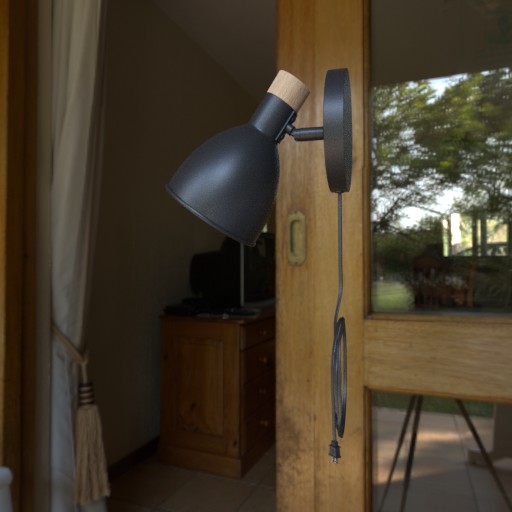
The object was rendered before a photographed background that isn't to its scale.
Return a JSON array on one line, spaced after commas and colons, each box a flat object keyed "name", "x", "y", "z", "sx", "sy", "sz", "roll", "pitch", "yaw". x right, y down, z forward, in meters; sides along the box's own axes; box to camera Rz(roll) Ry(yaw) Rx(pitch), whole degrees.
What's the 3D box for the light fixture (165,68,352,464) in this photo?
[{"name": "light fixture", "x": 0.000, "y": 0.000, "z": 0.491, "sx": 0.203, "sy": 0.401, "sz": 0.127, "roll": 0, "pitch": -1, "yaw": 16}]
